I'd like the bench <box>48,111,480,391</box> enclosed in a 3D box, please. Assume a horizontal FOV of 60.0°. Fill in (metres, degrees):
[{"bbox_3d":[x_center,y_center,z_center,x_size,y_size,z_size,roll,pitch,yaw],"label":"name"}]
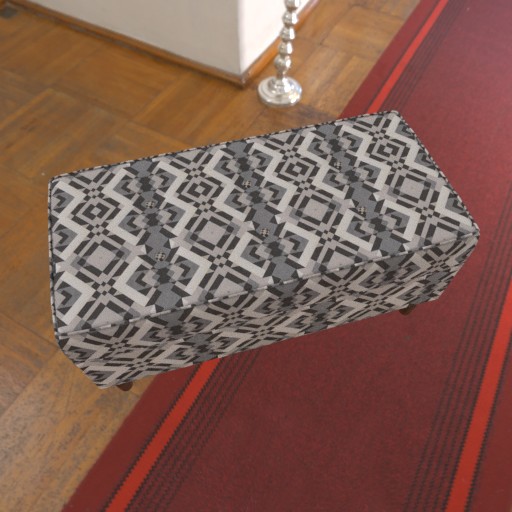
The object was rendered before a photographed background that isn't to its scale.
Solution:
[{"bbox_3d":[0.000,0.000,1.293,1.016,0.477,0.492,-13,58,-9],"label":"bench"}]
